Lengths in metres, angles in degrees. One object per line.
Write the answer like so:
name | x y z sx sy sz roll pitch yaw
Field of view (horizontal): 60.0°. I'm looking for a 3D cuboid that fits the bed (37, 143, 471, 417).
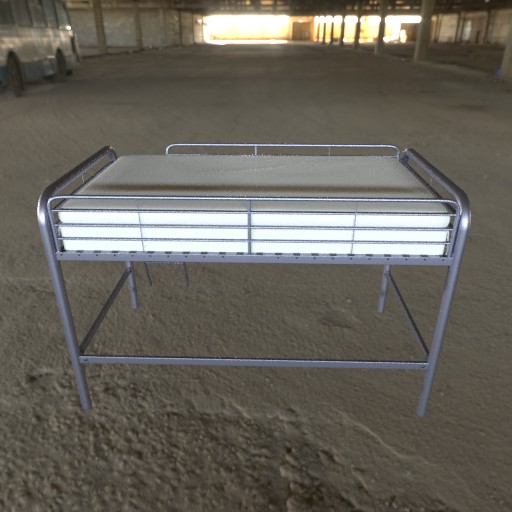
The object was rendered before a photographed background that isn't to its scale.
bed | 0.000 0.000 2.857 1.965 1.288 1.415 1 27 2
